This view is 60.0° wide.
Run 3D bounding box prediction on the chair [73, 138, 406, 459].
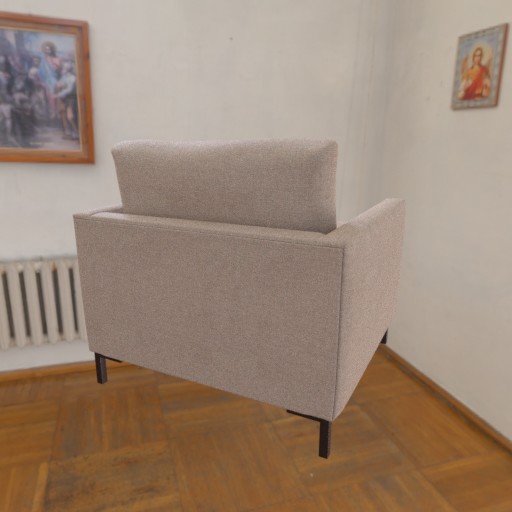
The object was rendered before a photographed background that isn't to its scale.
[{"bbox_3d":[0.000,0.000,1.672,0.963,0.861,0.866,8,17,26],"label":"chair"}]
